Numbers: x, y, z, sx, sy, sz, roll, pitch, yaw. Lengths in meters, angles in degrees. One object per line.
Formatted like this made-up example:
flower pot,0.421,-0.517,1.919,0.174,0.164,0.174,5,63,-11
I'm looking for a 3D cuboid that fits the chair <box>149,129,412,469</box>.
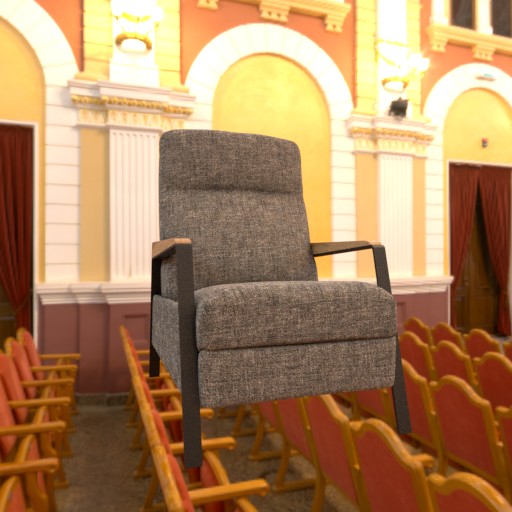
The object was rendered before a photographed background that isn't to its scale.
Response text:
chair,0.000,0.000,1.602,0.671,1.042,0.868,0,0,-19
